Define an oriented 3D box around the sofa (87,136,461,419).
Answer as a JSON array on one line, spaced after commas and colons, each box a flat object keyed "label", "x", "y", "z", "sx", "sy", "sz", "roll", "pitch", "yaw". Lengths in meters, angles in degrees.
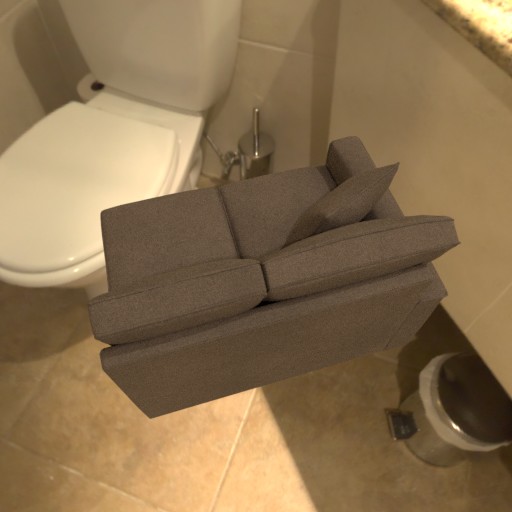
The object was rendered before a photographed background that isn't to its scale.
[{"label": "sofa", "x": 0.000, "y": 0.000, "z": 2.086, "sx": 1.388, "sy": 0.989, "sz": 0.991, "roll": -14, "pitch": 59, "yaw": -9}]
